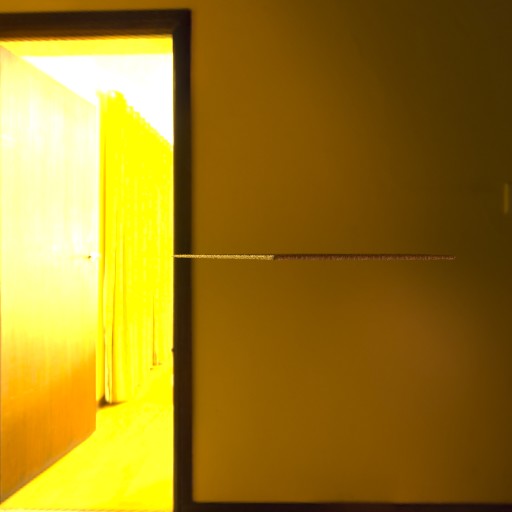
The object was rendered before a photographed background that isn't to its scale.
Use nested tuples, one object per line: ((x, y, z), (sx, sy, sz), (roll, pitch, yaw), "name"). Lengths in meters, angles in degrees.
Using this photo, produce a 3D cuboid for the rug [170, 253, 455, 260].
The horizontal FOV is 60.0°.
((0.000, 0.000, 2.476), (0.659, 0.019, 2.297), (0, 0, -18), "rug")
